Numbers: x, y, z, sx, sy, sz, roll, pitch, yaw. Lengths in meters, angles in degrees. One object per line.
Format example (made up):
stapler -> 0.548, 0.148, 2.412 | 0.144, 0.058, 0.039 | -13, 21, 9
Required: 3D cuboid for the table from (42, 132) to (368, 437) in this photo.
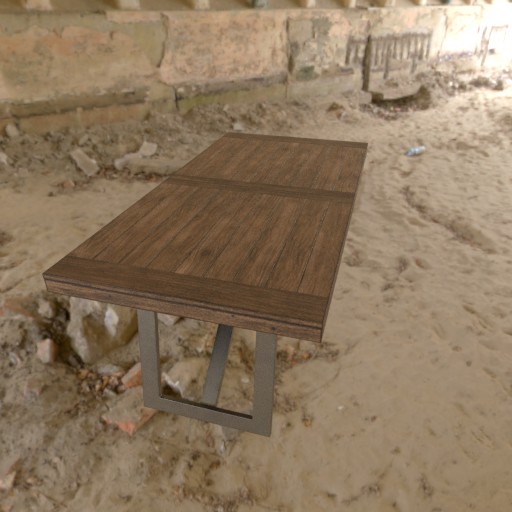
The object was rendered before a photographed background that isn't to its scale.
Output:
table -> 0.000, 0.000, 2.318 | 0.931, 0.757, 1.867 | 8, 31, 14
